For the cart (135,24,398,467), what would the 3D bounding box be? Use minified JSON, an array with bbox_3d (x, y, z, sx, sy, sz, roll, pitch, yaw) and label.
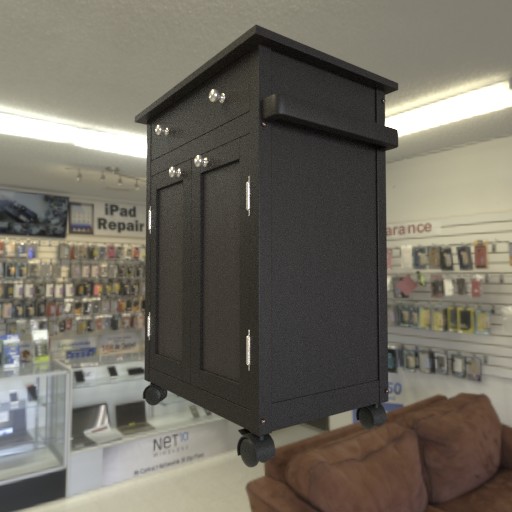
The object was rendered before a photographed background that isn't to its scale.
[{"bbox_3d":[0.000,0.000,1.231,0.456,0.879,0.660,2,-3,-36],"label":"cart"}]
